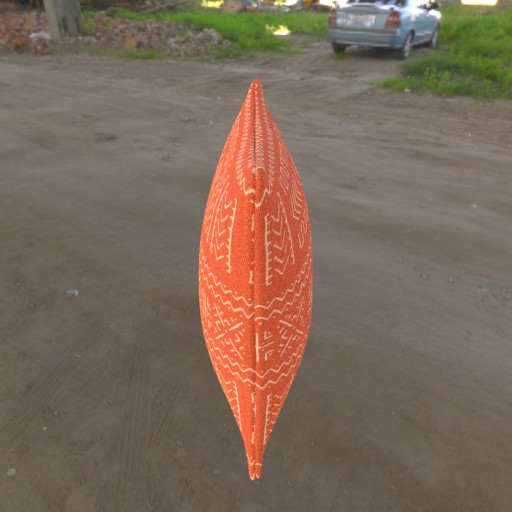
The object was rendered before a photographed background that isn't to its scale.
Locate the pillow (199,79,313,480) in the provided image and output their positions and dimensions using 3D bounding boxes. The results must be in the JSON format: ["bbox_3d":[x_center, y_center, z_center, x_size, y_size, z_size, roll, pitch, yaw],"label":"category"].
[{"bbox_3d":[0.000,0.000,0.655,0.164,0.429,0.438,0,32,0],"label":"pillow"}]
